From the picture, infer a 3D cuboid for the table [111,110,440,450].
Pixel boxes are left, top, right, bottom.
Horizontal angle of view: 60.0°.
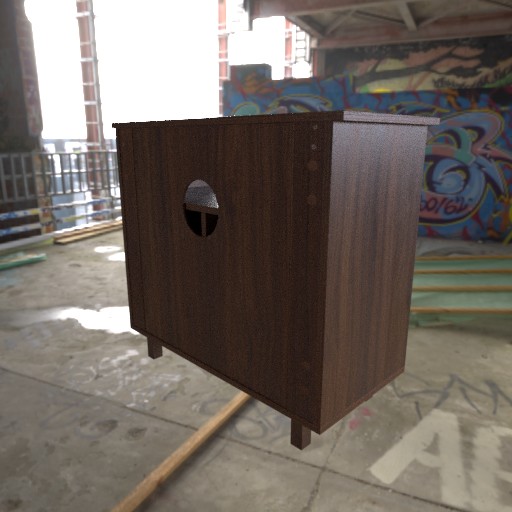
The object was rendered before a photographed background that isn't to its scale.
[{"bbox_3d":[0.000,0.000,1.239,0.802,0.725,0.390,14,20,43],"label":"table"}]
